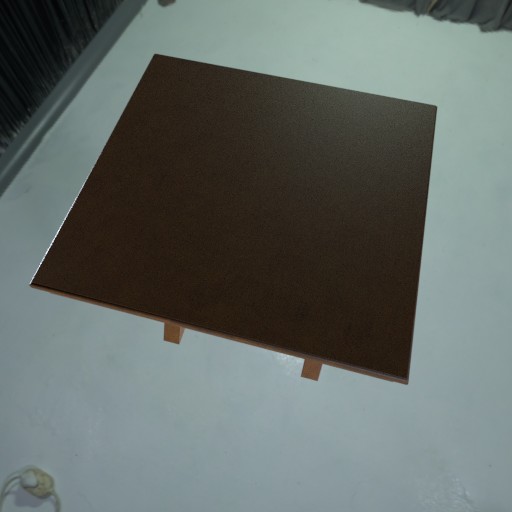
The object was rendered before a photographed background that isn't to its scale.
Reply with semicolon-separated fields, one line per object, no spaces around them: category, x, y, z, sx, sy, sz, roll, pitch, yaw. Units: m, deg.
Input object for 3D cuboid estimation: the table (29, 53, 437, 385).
table;0.000;0.000;1.040;0.602;0.562;0.560;13;64;7
